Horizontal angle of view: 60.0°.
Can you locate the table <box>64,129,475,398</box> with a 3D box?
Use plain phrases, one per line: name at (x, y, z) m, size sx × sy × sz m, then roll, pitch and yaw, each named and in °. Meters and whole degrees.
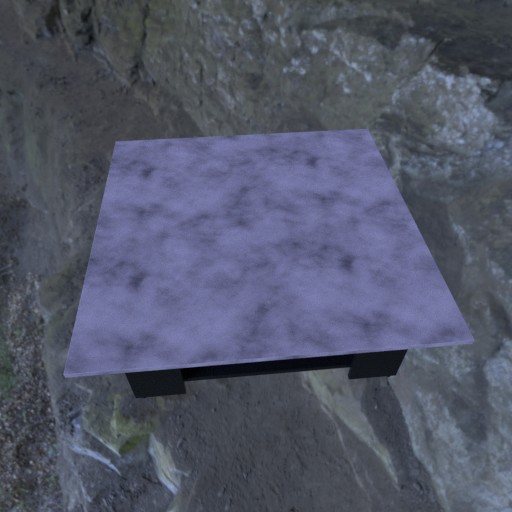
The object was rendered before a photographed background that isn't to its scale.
table at (0.000, 0.000, 1.367) m, size 0.890 × 0.305 × 0.890 m, roll -4°, pitch 47°, yaw -4°
